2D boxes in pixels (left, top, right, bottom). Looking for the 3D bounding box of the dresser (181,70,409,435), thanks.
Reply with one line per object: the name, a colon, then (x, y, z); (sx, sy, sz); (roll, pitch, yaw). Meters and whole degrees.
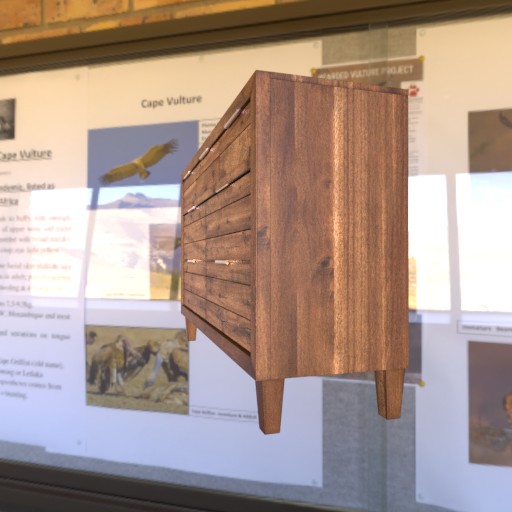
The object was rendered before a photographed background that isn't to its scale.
dresser: (0.000, 0.000, 1.792); (0.438, 0.892, 1.387); (0, 0, -17)
